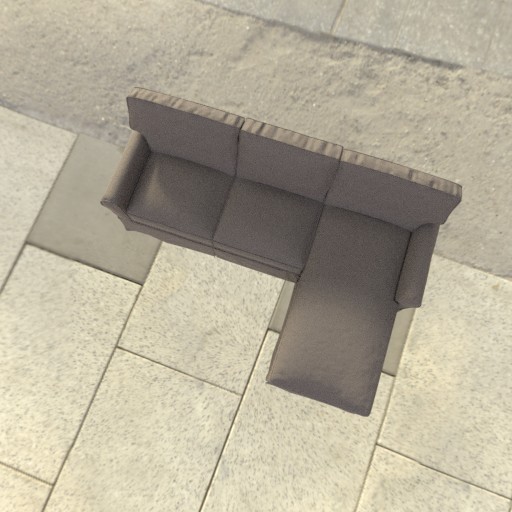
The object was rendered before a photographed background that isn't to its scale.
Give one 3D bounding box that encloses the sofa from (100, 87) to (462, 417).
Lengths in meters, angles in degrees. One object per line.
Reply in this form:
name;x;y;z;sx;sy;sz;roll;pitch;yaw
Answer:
sofa;0.000;0.000;3.304;2.475;0.978;1.733;18;77;4
